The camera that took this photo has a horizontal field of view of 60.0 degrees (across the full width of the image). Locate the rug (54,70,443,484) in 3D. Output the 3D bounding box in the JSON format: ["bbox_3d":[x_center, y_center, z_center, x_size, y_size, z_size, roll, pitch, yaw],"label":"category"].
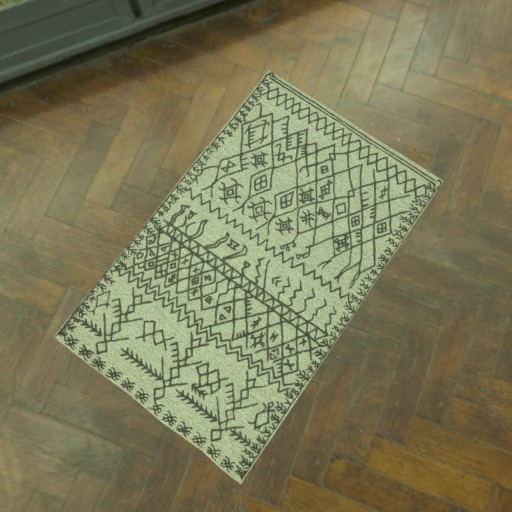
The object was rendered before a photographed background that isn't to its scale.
[{"bbox_3d":[0.000,0.000,4.749,2.393,0.019,3.824,35,80,7],"label":"rug"}]
